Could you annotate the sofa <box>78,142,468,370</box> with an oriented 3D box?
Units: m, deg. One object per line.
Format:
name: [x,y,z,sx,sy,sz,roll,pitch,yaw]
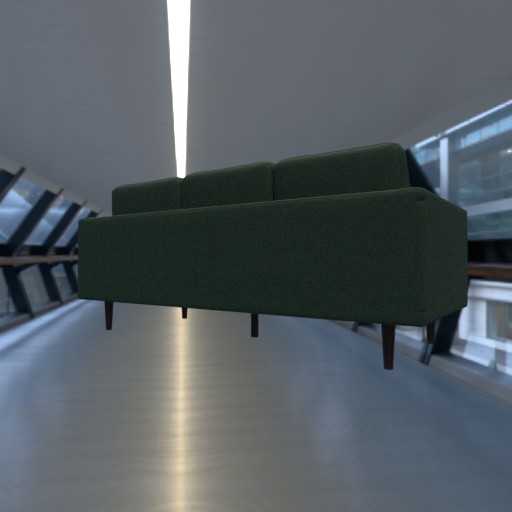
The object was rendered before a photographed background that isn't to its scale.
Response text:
sofa: [0.000,0.000,2.468,2.029,0.899,0.879,-1,-1,35]
